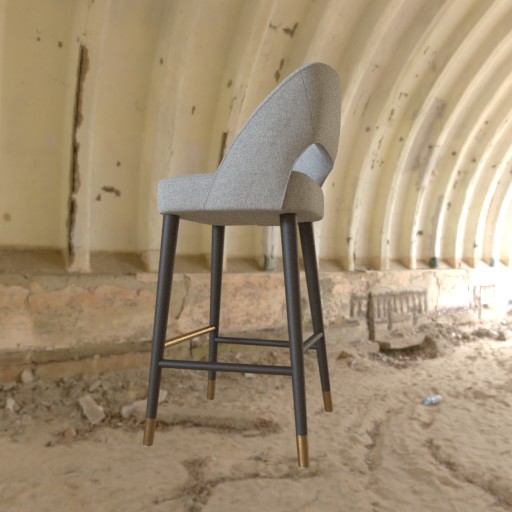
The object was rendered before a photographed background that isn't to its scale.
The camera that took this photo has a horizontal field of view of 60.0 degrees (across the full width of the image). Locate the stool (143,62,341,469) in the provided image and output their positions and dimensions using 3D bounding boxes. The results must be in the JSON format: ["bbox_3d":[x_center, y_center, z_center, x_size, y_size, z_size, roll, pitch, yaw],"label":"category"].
[{"bbox_3d":[0.000,0.000,1.348,0.509,1.037,0.494,0,-1,18],"label":"stool"}]
